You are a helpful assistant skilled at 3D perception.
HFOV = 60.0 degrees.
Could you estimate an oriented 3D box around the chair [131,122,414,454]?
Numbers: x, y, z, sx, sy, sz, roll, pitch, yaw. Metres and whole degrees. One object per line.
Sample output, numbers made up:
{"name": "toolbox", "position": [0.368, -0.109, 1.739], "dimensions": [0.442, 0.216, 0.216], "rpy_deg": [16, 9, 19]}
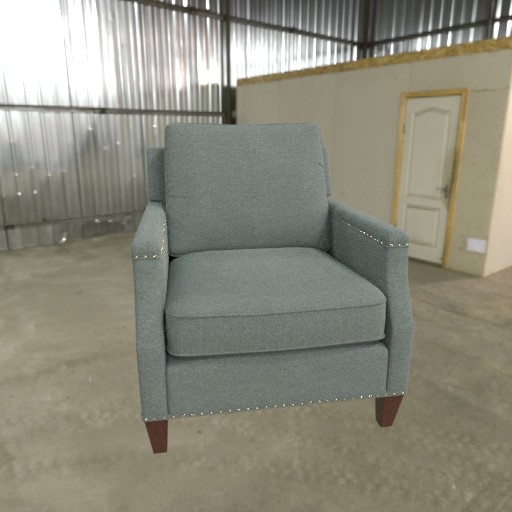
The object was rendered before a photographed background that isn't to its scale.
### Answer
{"name": "chair", "position": [0.000, 0.000, 1.776], "dimensions": [0.885, 1.031, 1.031], "rpy_deg": [-3, 16, -9]}
